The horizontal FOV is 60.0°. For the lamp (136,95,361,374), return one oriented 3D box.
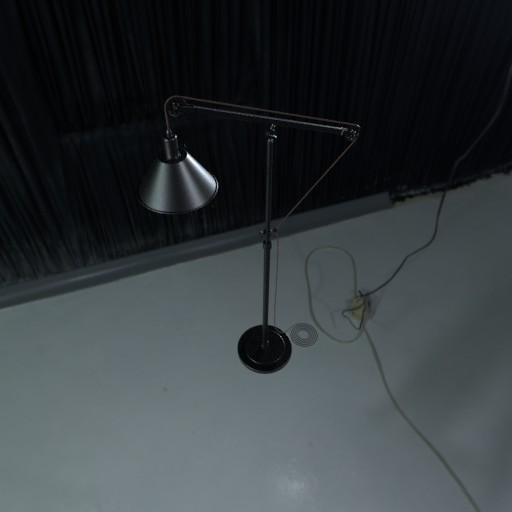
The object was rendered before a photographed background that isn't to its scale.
[{"bbox_3d":[0.000,0.000,2.018,0.904,1.626,0.319,-17,48,-16],"label":"lamp"}]
